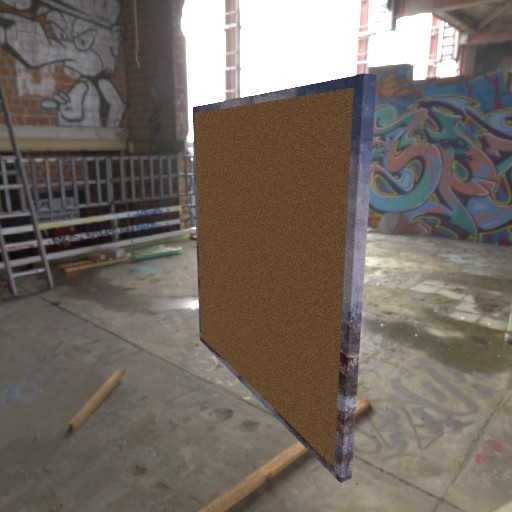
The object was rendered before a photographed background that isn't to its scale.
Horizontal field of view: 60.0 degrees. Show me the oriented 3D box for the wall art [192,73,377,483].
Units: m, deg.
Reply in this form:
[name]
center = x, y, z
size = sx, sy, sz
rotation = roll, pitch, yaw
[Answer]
[wall art]
center = 0.000, 0.000, 1.311
size = 0.035, 0.897, 0.888
rotation = -8, 16, -28
